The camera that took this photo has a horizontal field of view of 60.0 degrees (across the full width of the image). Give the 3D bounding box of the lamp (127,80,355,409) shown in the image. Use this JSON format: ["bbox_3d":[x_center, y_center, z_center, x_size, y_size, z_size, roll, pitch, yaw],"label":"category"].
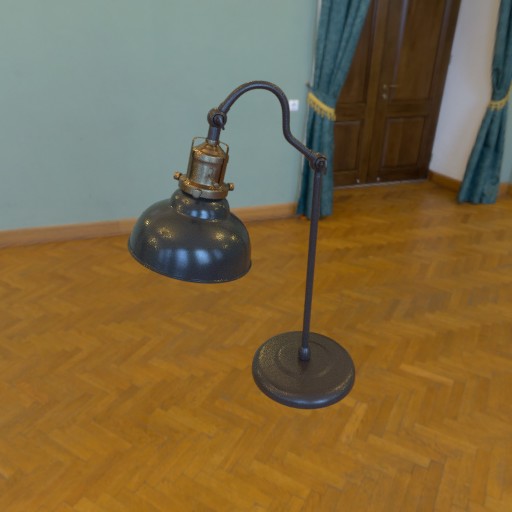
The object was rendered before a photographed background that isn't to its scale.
[{"bbox_3d":[0.000,0.000,0.685,0.374,0.508,0.192,-8,29,-13],"label":"lamp"}]
